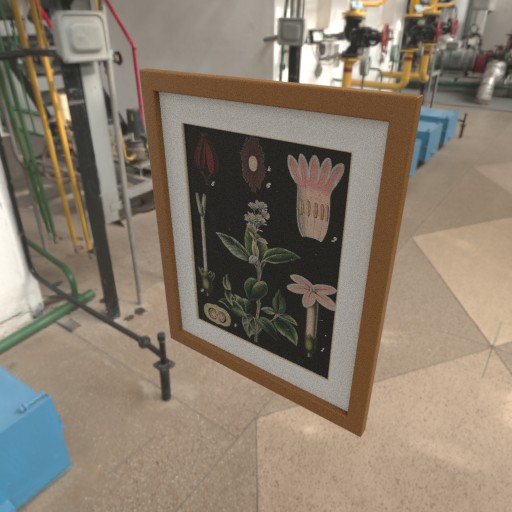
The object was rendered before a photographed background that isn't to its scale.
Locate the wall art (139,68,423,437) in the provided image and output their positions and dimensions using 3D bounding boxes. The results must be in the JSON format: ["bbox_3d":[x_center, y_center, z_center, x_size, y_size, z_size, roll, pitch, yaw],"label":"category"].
[{"bbox_3d":[0.000,0.000,0.738,0.449,0.550,0.021,19,34,31],"label":"wall art"}]
